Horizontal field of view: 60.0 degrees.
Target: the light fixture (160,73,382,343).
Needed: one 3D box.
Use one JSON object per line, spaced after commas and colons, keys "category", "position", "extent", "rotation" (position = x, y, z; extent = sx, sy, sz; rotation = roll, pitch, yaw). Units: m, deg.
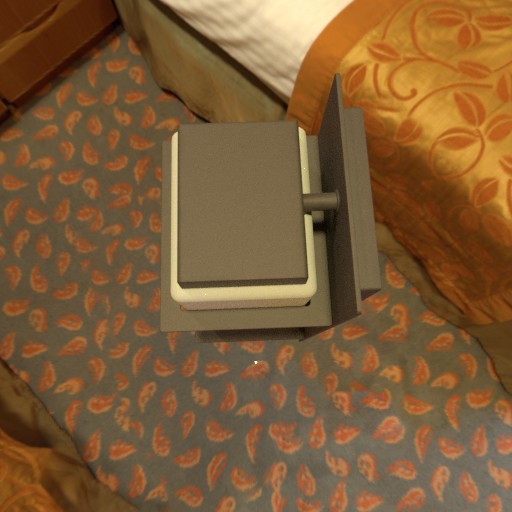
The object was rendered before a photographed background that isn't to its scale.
{"category": "light fixture", "position": [0.000, 0.000, 0.431], "extent": [0.146, 0.347, 0.153], "rotation": [-2, 77, -1]}
